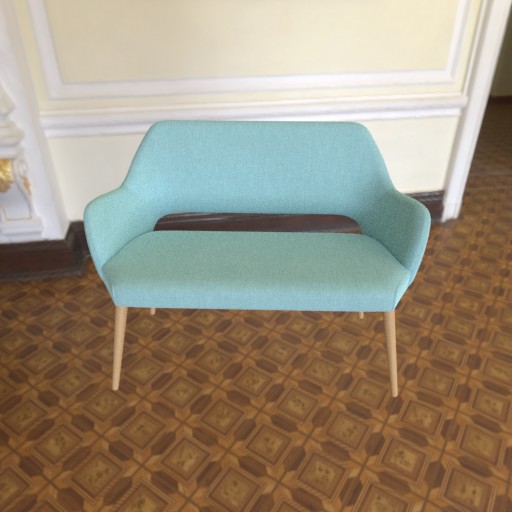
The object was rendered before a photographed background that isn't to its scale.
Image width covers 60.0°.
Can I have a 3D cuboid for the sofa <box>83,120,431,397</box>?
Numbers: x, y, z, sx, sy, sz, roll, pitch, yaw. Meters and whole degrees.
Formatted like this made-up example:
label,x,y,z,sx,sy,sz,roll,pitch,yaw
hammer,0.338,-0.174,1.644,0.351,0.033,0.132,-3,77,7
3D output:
label,x,y,z,sx,sy,sz,roll,pitch,yaw
sofa,0.000,0.000,1.635,1.150,0.840,0.610,1,31,2
